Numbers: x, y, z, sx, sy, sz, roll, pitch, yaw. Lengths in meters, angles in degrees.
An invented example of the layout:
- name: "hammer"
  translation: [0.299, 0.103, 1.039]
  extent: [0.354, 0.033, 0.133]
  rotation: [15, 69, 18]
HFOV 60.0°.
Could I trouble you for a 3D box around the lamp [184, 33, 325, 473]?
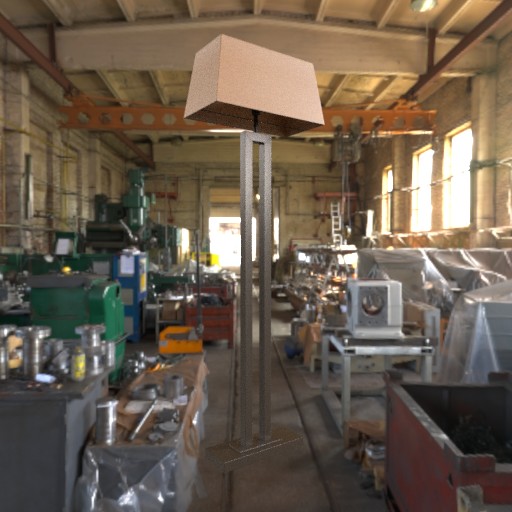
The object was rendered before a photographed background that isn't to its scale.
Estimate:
- name: "lamp"
  translation: [0.000, 0.000, 1.649]
  extent: [0.475, 1.469, 0.233]
  rotation: [-1, 1, -35]
